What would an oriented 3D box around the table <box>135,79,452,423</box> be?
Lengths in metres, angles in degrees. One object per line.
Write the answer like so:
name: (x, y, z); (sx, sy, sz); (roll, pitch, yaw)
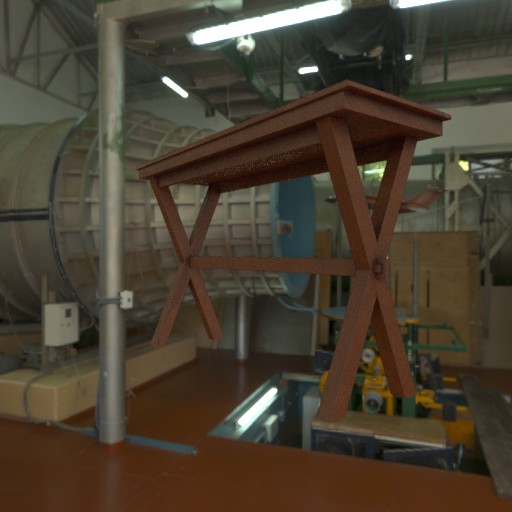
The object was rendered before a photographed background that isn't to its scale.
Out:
table: (0.000, 0.000, 1.537); (0.399, 0.763, 1.197); (0, 1, -37)
